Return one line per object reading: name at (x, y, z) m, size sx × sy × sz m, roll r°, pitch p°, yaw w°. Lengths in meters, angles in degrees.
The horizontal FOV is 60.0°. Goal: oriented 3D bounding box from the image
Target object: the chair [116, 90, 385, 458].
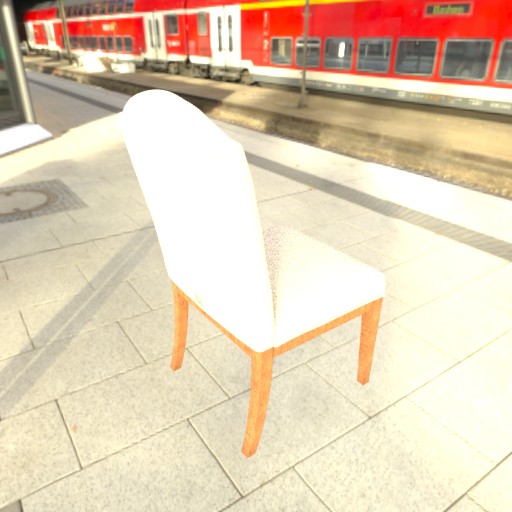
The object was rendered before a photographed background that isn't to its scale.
chair at (0.000, 0.000, 1.383) m, size 0.648 × 1.012 × 0.534 m, roll -19°, pitch 32°, yaw -32°
